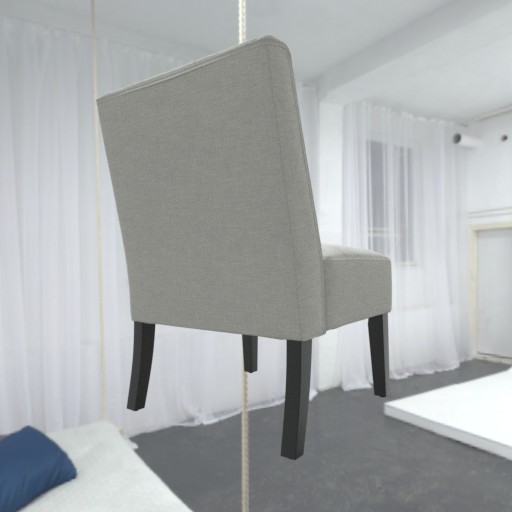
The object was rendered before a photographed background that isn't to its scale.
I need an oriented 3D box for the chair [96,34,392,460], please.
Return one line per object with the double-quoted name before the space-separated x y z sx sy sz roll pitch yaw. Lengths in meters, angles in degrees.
"chair" 0.000 0.000 1.253 0.569 0.853 0.676 -1 -1 36
